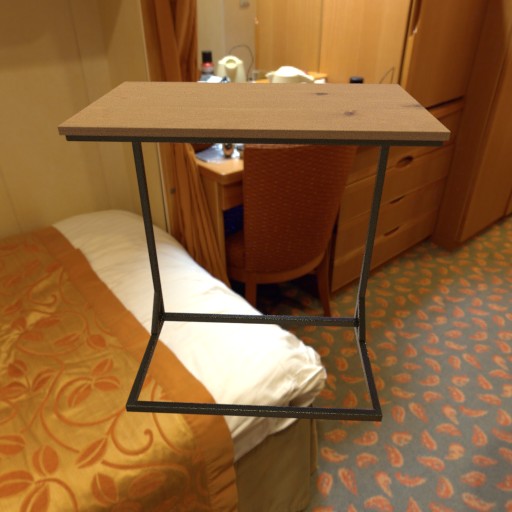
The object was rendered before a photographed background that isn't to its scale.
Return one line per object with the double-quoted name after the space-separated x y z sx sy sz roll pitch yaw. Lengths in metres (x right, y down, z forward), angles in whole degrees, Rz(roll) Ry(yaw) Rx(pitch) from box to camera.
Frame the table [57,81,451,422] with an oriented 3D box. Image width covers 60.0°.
0.000 0.000 0.998 0.597 0.673 0.351 1 32 2 "table"
